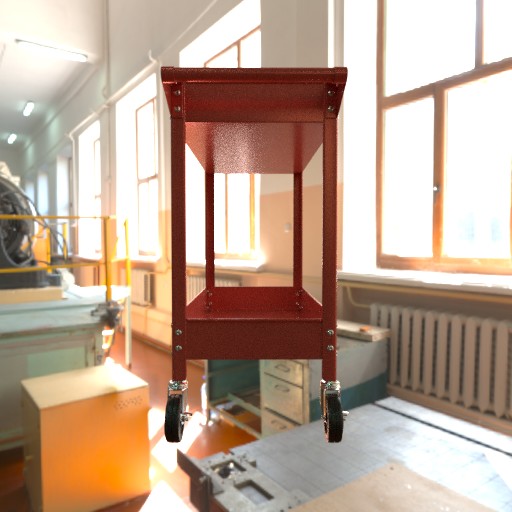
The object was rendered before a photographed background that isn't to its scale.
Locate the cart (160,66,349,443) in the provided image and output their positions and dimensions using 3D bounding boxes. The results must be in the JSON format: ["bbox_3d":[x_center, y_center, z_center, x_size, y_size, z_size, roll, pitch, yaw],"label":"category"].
[{"bbox_3d":[0.000,0.000,1.180,0.366,0.719,0.779,0,2,0],"label":"cart"}]
